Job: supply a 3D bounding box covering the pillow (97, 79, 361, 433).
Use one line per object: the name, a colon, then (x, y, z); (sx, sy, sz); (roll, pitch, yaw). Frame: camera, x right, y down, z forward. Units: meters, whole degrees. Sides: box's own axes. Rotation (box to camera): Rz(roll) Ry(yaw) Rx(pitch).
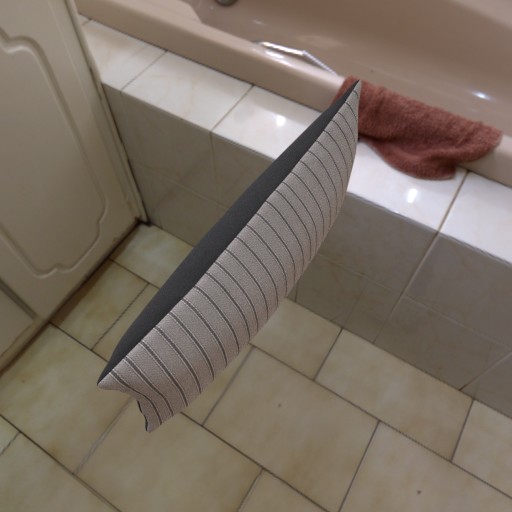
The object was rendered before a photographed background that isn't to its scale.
pillow: (0.000, 0.000, 0.728); (0.151, 0.305, 0.609); (30, 62, 18)
